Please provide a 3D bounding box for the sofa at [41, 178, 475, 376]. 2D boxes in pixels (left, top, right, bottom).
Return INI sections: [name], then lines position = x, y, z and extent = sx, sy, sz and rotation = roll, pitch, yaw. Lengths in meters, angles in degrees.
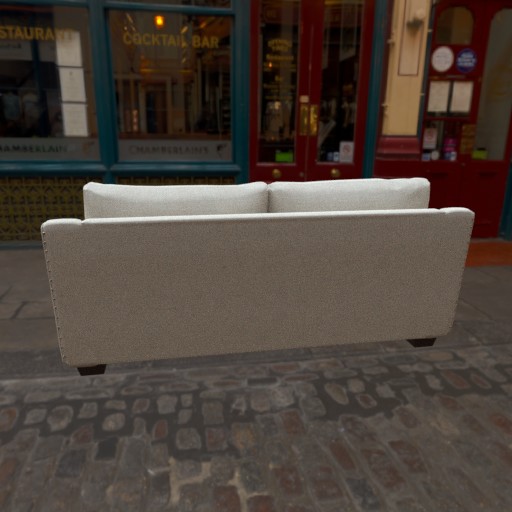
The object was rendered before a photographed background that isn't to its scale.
[sofa]
position = 0.000, 0.000, 2.712
extent = 2.107, 0.983, 1.104
rotation = -3, 15, -10
